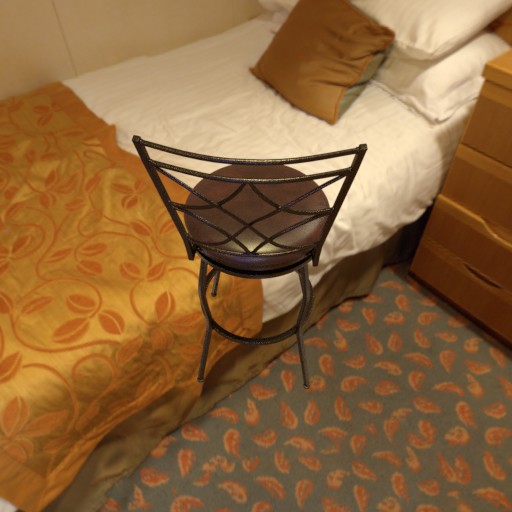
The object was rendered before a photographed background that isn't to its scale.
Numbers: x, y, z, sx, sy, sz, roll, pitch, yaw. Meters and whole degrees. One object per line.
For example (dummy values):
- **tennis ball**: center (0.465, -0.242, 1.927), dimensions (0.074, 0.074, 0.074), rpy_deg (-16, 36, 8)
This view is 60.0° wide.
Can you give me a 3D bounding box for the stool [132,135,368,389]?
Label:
- **stool**: center (0.000, 0.000, 1.373), dimensions (0.434, 1.117, 0.534), rpy_deg (3, 49, 2)
